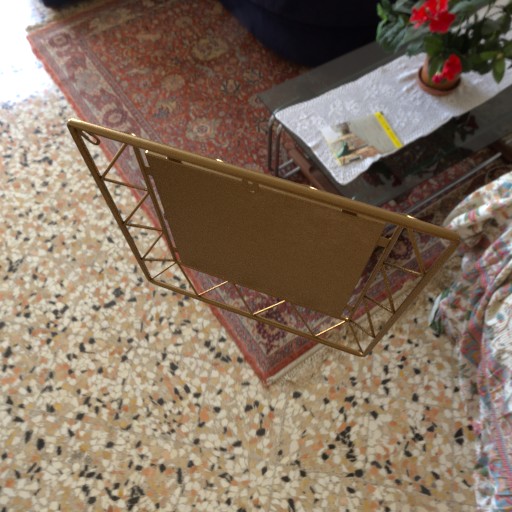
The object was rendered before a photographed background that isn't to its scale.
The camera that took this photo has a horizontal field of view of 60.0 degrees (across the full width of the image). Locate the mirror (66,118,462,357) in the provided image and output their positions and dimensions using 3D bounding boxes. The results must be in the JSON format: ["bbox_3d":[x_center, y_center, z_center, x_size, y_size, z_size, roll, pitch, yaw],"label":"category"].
[{"bbox_3d":[0.000,0.000,0.621,0.416,0.414,0.046,18,64,9],"label":"mirror"}]
